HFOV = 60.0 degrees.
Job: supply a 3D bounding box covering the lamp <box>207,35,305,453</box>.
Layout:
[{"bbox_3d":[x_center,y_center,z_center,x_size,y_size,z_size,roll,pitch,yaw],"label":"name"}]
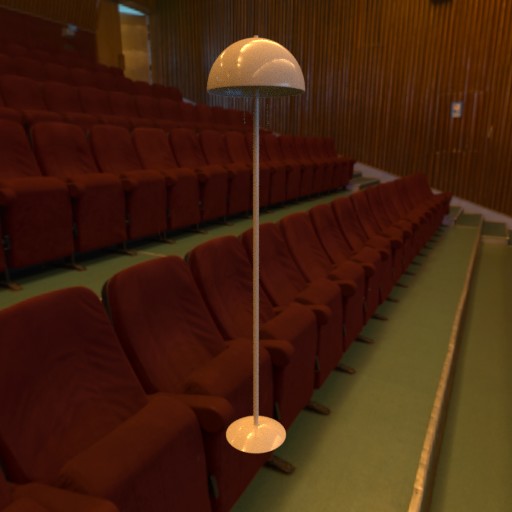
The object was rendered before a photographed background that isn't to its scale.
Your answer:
[{"bbox_3d":[0.000,0.000,1.623,0.328,1.480,0.328,7,15,27],"label":"lamp"}]
